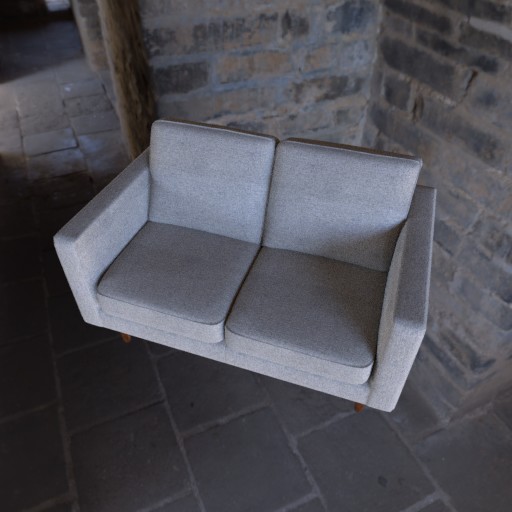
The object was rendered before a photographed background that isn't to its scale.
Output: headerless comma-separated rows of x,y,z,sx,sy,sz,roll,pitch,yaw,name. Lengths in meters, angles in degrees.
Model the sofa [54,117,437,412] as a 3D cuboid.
0.000,0.000,2.165,1.527,0.973,0.969,13,44,14,sofa
